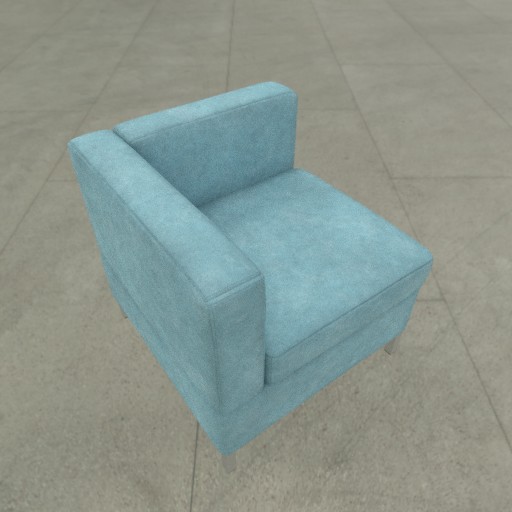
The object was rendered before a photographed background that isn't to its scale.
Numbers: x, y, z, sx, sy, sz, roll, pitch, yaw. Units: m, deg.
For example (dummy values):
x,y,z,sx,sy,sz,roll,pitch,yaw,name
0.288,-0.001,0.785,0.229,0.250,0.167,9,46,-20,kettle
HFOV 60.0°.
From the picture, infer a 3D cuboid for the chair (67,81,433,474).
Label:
x,y,z,sx,sy,sz,roll,pitch,yaw,name
0.000,0.000,1.229,0.684,0.660,0.691,-26,48,-26,chair
